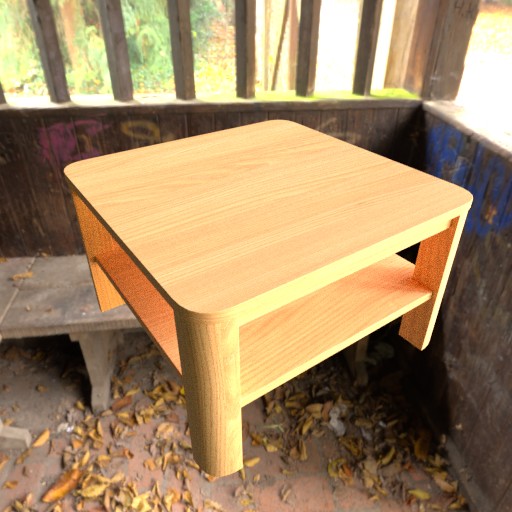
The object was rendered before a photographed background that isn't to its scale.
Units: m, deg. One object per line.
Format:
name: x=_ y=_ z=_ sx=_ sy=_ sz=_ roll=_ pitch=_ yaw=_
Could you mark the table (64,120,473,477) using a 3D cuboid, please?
table: x=0.000 y=0.000 z=1.213 sx=0.750 sy=0.450 sz=0.750 roll=-21 pitch=39 yaw=-29
